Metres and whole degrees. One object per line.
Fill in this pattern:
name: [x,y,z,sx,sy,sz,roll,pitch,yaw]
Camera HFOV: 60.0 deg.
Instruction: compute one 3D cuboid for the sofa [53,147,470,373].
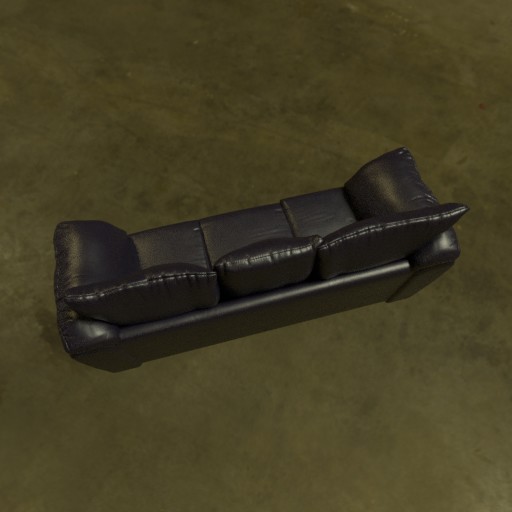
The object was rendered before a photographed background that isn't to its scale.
sofa: [0.000,0.000,2.803,2.336,1.073,0.880,-13,61,-7]
